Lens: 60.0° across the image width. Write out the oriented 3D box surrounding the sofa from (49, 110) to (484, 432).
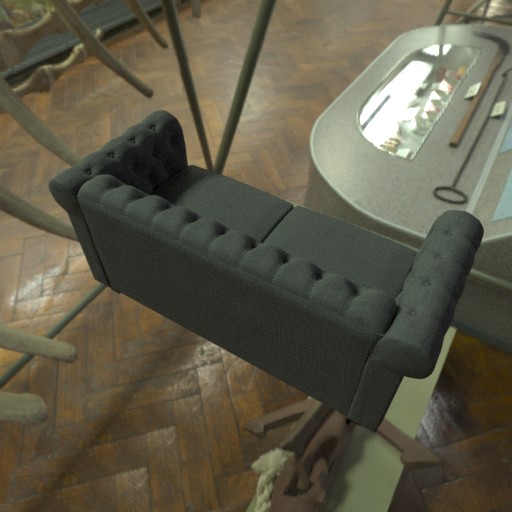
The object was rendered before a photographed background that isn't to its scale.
[{"bbox_3d":[0.000,0.000,2.184,1.798,0.797,0.783,24,51,21],"label":"sofa"}]
